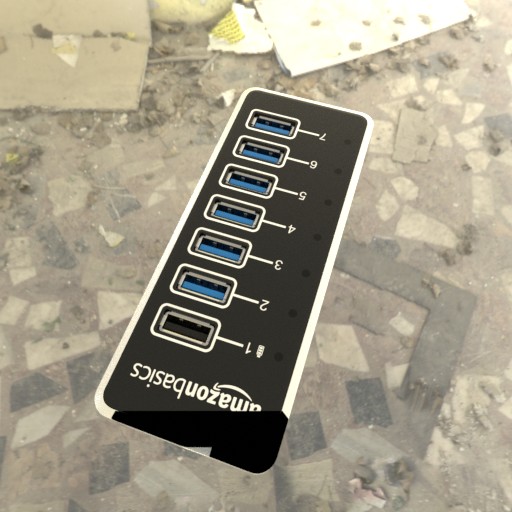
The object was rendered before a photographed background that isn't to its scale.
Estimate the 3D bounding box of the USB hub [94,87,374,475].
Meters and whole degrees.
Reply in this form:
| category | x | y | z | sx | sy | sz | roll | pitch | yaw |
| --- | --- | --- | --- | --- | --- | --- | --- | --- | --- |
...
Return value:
| category | x | y | z | sx | sy | sz | roll | pitch | yaw |
| --- | --- | --- | --- | --- | --- | --- | --- | --- | --- |
| USB hub | 0.000 | 0.000 | 0.131 | 0.044 | 0.023 | 0.110 | 17 | 64 | 8 |
